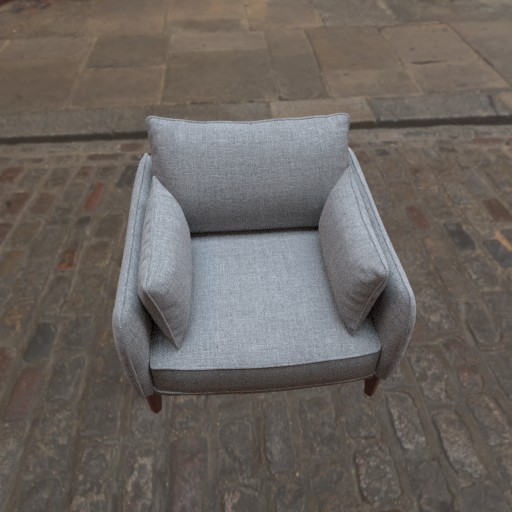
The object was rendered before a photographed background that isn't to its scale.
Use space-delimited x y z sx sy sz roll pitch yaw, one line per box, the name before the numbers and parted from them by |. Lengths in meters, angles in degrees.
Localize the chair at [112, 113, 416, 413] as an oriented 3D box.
chair | 0.000 0.000 1.765 0.993 0.839 0.976 -3 46 -3
